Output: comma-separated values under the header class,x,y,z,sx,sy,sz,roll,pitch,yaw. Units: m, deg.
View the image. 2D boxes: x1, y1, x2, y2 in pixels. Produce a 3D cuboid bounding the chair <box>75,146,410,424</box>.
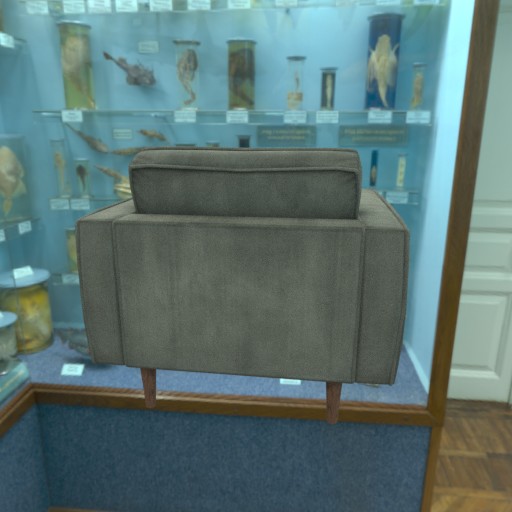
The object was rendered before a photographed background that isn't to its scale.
class,x,y,z,sx,sy,sz,roll,pitch,yaw
chair,0.000,0.000,1.582,0.928,0.773,0.843,2,16,8
